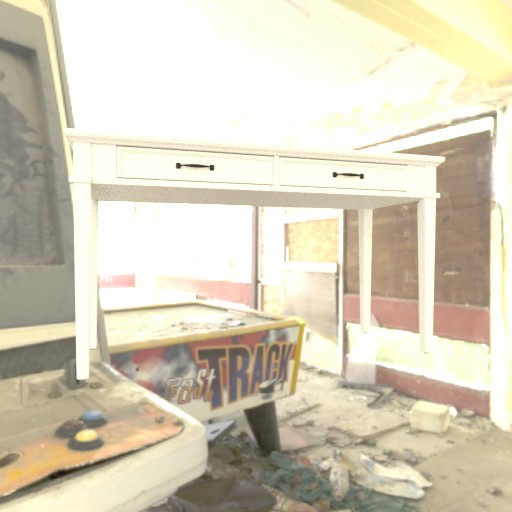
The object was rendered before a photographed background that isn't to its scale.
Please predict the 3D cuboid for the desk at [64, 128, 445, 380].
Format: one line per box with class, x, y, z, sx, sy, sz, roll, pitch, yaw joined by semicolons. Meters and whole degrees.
desk;0.000;0.000;1.797;1.372;0.774;0.559;0;0;-17
